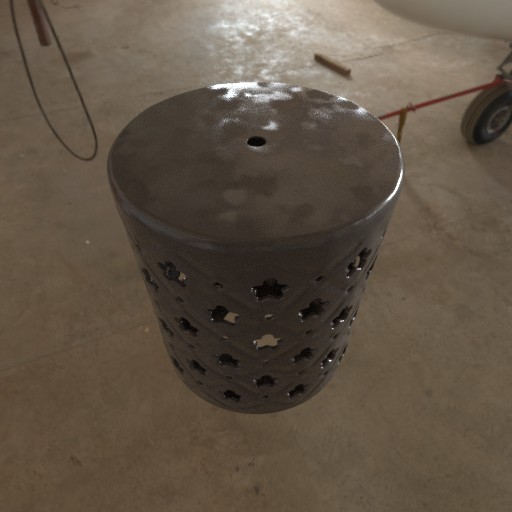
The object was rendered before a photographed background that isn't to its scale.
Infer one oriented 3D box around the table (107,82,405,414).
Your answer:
[{"bbox_3d":[0.000,0.000,0.662,0.352,0.387,0.352,0,45,0],"label":"table"}]
